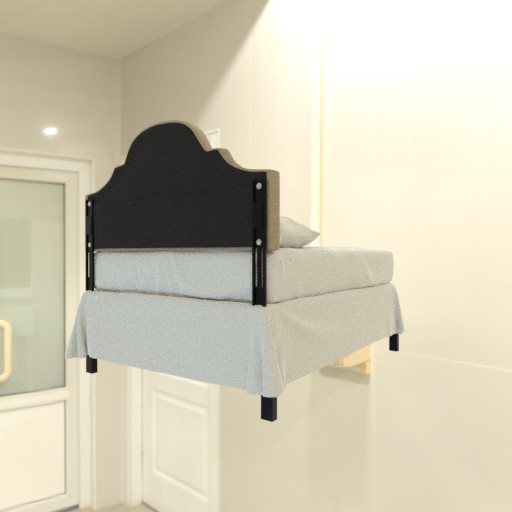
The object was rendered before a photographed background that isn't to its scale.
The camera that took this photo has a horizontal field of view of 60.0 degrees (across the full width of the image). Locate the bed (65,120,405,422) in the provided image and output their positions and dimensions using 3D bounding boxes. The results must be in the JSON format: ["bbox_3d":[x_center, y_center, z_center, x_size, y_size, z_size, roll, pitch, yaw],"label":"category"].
[{"bbox_3d":[0.000,0.000,3.457,1.780,1.634,2.222,0,1,36],"label":"bed"}]
